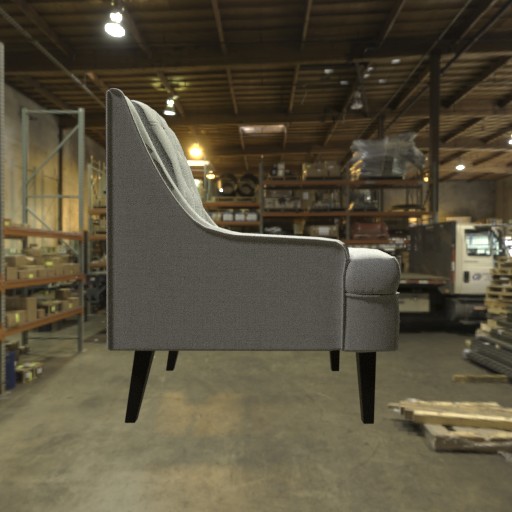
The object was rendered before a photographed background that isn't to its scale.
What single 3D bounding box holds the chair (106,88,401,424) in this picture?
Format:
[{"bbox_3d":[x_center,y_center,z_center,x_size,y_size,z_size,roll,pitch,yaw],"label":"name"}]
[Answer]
[{"bbox_3d":[0.000,0.000,1.454,0.772,0.891,0.658,0,1,1],"label":"chair"}]
